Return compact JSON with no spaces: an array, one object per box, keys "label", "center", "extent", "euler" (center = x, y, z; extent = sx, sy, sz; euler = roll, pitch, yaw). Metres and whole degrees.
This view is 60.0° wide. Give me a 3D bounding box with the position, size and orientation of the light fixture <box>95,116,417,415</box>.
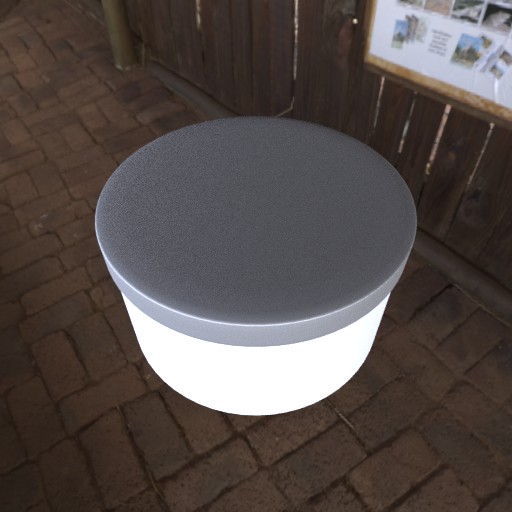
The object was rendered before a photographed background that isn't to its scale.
[{"label":"light fixture","center":[0.000,0.000,0.639],"extent":[0.393,0.229,0.393],"euler":[0,47,0]}]
